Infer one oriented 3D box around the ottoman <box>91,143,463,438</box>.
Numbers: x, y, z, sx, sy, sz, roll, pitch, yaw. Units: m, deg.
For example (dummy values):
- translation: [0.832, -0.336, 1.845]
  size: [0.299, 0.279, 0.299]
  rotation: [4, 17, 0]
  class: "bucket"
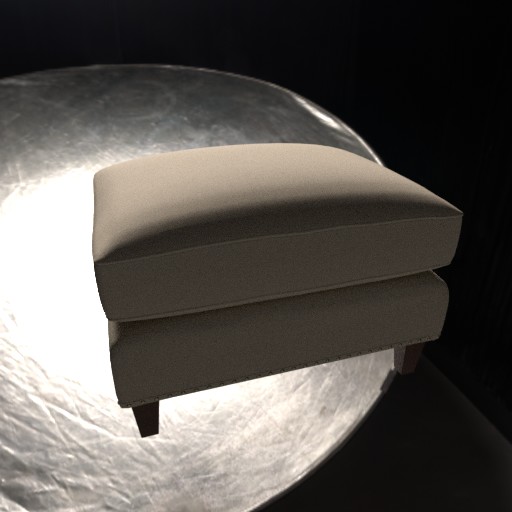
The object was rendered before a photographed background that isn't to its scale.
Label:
- translation: [0.000, 0.000, 1.128]
  size: [0.741, 0.513, 0.584]
  rotation: [-8, 28, -16]
  class: "ottoman"
